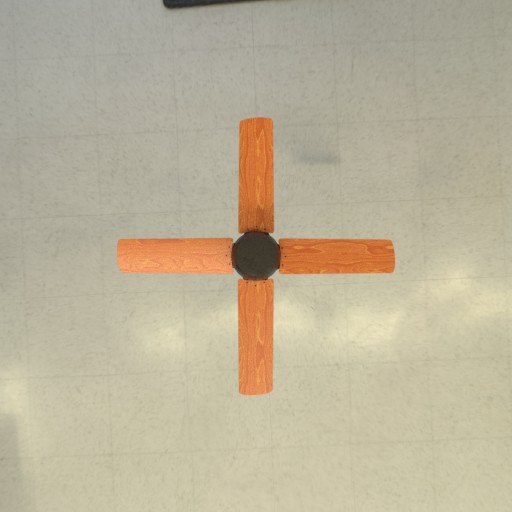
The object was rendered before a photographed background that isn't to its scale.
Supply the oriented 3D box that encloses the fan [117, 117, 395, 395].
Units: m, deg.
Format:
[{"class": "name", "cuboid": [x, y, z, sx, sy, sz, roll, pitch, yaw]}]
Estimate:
[{"class": "fan", "cuboid": [0.000, 0.000, 2.029, 1.332, 0.403, 1.332, 0, 90, 0]}]
